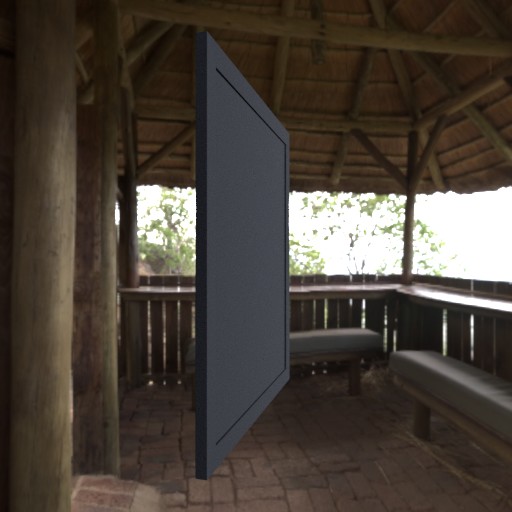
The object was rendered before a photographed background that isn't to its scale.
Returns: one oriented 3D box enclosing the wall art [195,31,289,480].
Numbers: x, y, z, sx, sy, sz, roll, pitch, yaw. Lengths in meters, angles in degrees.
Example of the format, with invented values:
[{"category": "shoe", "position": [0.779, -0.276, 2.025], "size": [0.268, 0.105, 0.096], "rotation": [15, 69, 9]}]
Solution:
[{"category": "wall art", "position": [0.000, 0.000, 0.507], "size": [0.010, 0.361, 0.311], "rotation": [0, 0, 17]}]
